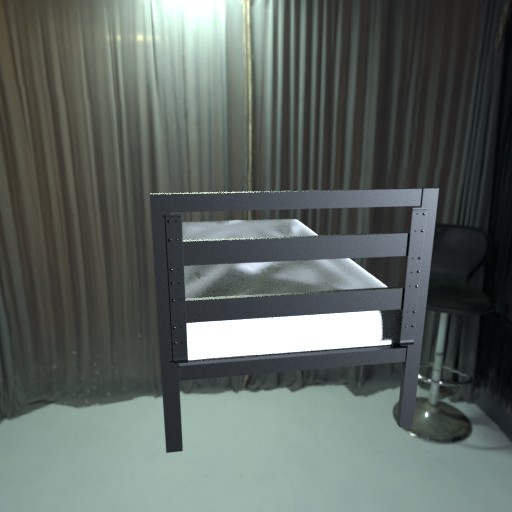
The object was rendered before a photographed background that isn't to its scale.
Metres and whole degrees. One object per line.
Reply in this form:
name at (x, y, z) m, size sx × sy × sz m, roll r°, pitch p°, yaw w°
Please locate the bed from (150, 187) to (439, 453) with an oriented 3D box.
bed at (0.000, 0.000, 2.513) m, size 0.991 × 0.967 × 1.930 m, roll -2°, pitch 16°, yaw -9°
